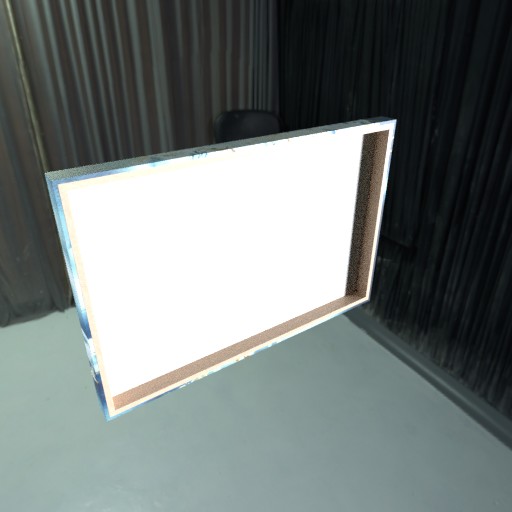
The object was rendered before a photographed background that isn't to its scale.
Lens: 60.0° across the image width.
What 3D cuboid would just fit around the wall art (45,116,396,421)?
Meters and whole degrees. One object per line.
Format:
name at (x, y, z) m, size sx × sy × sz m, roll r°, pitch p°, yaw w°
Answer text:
wall art at (0.000, 0.000, 0.781) m, size 0.607 × 0.405 × 0.036 m, roll -18°, pitch 34°, yaw -30°
